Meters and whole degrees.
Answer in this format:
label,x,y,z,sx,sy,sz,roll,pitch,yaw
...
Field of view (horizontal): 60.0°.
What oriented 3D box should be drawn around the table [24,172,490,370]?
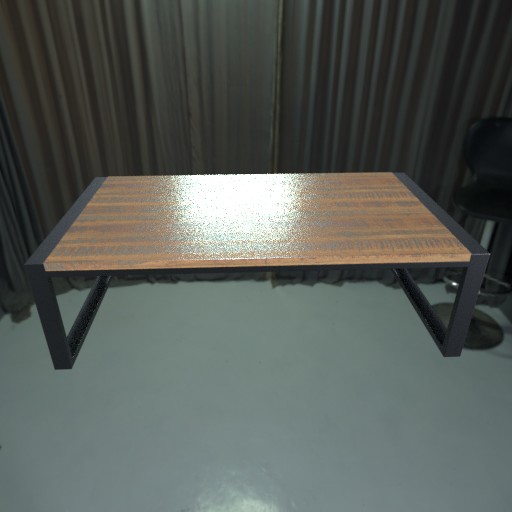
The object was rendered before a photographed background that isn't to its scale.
label,x,y,z,sx,sy,sz,roll,pitch,yaw
table,0.000,0.000,1.705,1.350,0.400,0.750,-1,29,-2
